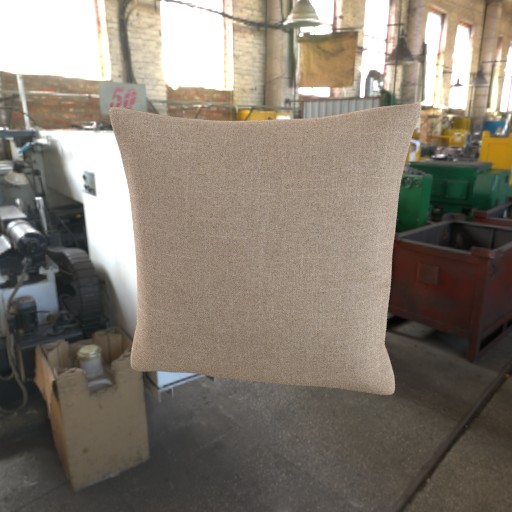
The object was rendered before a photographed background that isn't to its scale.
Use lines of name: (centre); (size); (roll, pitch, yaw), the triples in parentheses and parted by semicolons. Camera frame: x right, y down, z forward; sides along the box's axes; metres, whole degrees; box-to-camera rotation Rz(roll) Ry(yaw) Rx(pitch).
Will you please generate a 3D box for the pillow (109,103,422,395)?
pillow: (0.000, 0.000, 0.778); (0.511, 0.503, 0.182); (3, 17, 10)
